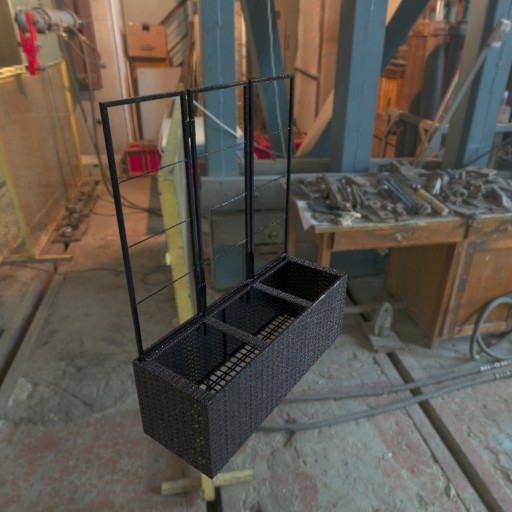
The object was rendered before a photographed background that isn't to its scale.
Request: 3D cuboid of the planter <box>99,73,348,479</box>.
[{"bbox_3d":[0.000,0.000,1.177,0.244,0.841,0.699,18,32,31],"label":"planter"}]
